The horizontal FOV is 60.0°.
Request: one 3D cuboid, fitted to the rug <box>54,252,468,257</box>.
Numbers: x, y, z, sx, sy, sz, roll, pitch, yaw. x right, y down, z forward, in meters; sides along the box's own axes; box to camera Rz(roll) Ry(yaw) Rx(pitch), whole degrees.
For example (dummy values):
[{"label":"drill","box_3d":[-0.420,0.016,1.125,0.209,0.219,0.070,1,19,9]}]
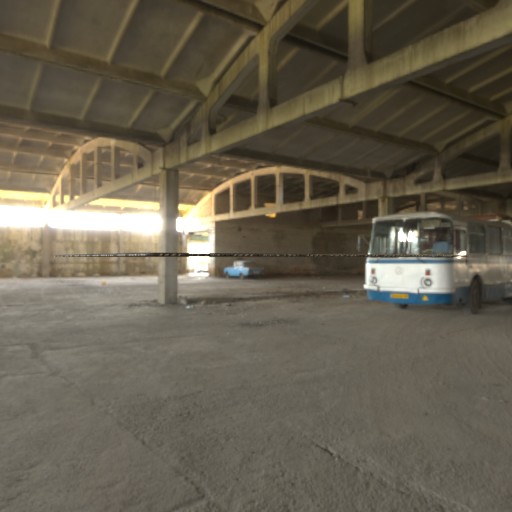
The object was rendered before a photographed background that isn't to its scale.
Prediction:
[{"label":"rug","box_3d":[0.000,0.000,3.927,2.902,0.017,2.306,0,0,-35]}]
